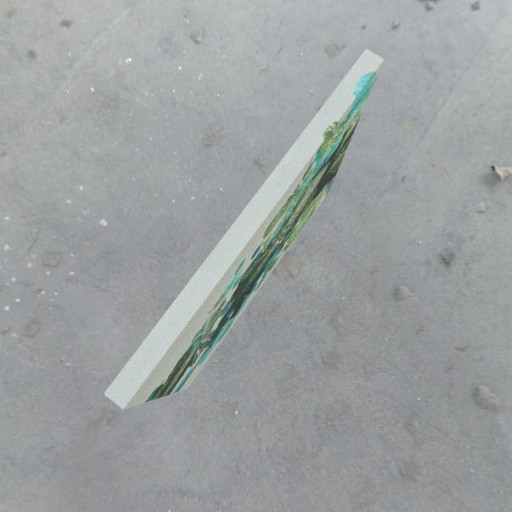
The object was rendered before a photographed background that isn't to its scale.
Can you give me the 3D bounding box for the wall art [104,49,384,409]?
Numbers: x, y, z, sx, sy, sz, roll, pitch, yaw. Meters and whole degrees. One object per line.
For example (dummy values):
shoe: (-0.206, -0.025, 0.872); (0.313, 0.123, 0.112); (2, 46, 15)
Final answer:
wall art: (0.000, 0.000, 1.000); (0.043, 0.610, 0.711); (35, 79, 8)
